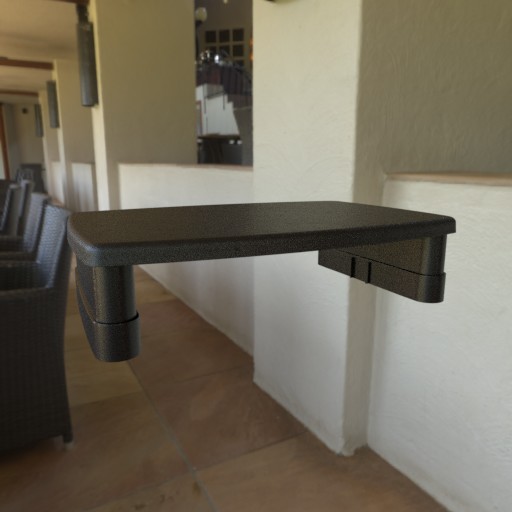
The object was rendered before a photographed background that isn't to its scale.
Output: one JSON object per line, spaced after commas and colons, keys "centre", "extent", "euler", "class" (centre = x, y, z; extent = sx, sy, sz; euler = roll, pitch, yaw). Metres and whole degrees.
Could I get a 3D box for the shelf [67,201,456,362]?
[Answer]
{"centre": [0.000, 0.000, 0.530], "extent": [0.410, 0.100, 0.280], "euler": [-6, 13, -25], "class": "shelf"}
